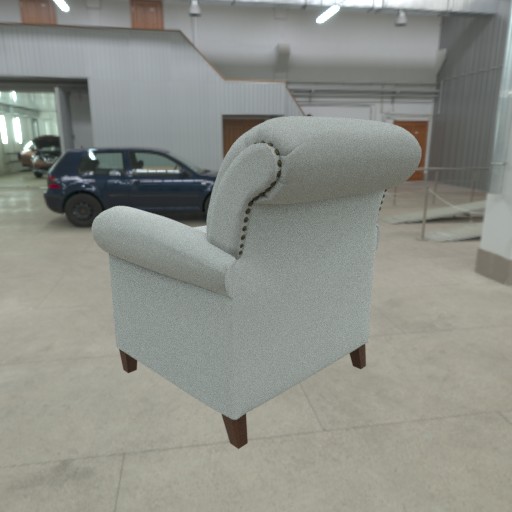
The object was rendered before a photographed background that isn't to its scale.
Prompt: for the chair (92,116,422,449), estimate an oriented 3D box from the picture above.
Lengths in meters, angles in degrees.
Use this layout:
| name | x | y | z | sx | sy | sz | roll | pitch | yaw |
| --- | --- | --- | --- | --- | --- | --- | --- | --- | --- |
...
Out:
| name | x | y | z | sx | sy | sz | roll | pitch | yaw |
| --- | --- | --- | --- | --- | --- | --- | --- | --- | --- |
| chair | 0.000 | 0.000 | 1.588 | 0.890 | 0.927 | 0.854 | 14 | 20 | 43 |
